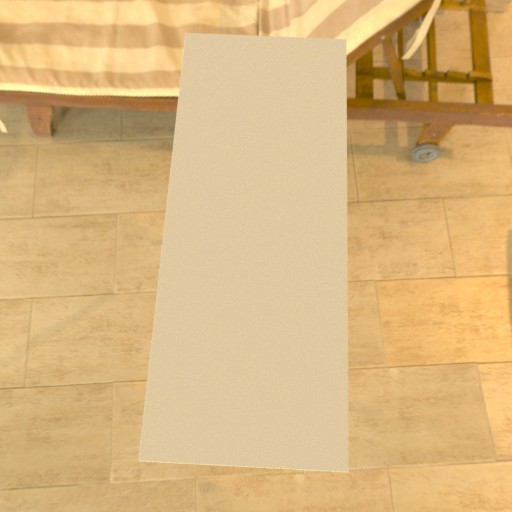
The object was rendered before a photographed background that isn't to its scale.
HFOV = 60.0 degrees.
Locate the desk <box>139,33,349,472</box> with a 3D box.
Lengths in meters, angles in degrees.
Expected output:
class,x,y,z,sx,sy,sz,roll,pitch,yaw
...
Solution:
class,x,y,z,sx,sy,sz,roll,pitch,yaw
desk,0.000,0.000,1.728,0.559,0.774,1.372,3,75,1
